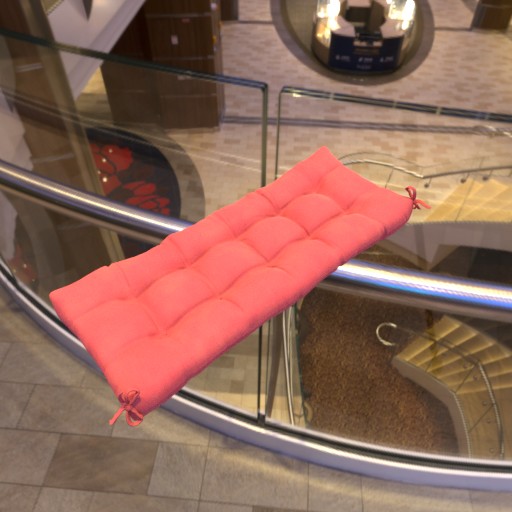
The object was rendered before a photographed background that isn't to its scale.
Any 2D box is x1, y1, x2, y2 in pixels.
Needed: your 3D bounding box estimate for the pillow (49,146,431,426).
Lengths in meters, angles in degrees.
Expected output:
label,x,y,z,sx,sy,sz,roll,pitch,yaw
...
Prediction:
label,x,y,z,sx,sy,sz,roll,pitch,yaw
pillow,0.000,0.000,1.371,1.194,0.174,0.511,-32,55,-27
